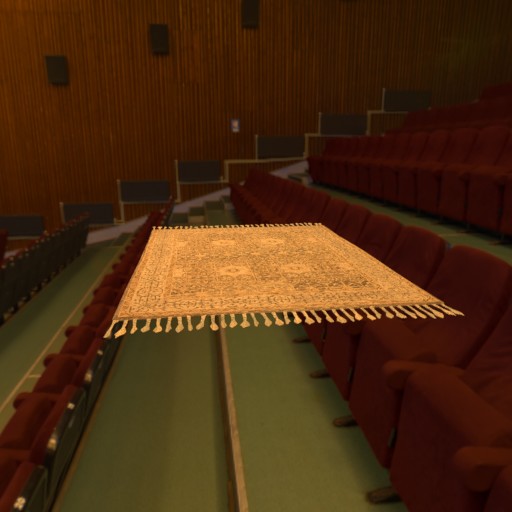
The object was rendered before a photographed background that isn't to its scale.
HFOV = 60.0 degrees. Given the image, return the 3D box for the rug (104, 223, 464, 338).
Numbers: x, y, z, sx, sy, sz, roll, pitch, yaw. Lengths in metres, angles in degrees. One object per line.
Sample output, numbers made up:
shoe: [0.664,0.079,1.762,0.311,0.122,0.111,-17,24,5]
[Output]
rug: [0.000,0.000,3.095,1.619,0.023,2.465,-2,15,-8]
